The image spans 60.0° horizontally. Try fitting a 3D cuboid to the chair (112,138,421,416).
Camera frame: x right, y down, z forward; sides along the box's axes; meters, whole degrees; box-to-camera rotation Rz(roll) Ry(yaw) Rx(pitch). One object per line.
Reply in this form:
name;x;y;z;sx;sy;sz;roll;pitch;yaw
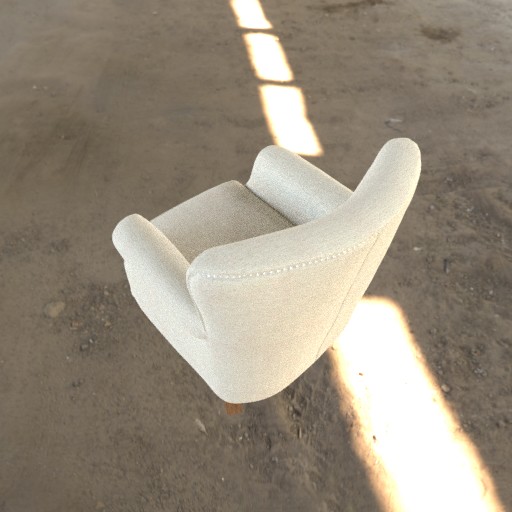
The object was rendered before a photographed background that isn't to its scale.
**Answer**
chair;0.000;0.000;1.657;0.861;0.936;0.921;-33;54;-28
